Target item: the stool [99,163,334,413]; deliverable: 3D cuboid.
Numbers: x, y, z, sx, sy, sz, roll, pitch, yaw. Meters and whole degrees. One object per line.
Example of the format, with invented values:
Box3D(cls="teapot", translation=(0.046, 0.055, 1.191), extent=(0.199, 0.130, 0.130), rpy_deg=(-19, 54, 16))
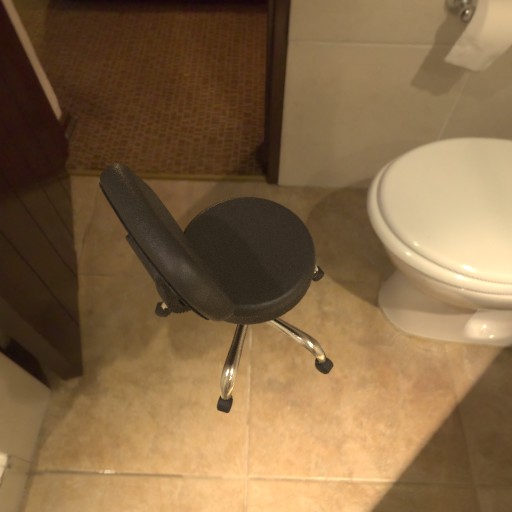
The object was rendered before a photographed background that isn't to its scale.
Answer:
Box3D(cls="stool", translation=(0.000, 0.000, 1.335), extent=(0.648, 0.862, 0.673), rpy_deg=(-31, 63, -18))
